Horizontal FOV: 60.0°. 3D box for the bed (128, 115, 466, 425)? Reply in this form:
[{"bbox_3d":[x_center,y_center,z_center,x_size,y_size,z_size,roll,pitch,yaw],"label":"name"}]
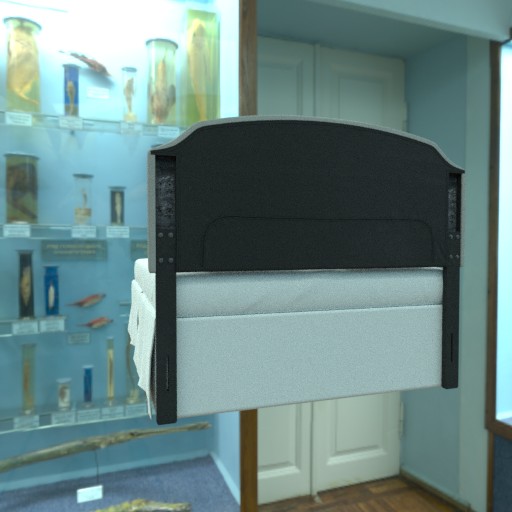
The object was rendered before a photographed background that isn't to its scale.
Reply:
[{"bbox_3d":[0.000,0.000,2.897,1.558,1.270,1.999,-1,2,-18],"label":"bed"}]
